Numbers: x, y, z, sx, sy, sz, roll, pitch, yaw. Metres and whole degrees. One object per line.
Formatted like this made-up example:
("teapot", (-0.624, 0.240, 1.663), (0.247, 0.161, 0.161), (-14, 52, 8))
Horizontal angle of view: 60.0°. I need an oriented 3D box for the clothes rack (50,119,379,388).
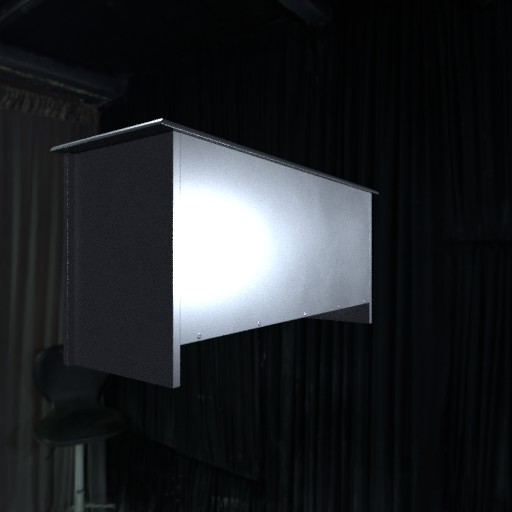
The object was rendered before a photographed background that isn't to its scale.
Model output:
("clothes rack", (0.000, 0.000, 1.495), (0.406, 0.556, 1.219), (0, 0, 35))
